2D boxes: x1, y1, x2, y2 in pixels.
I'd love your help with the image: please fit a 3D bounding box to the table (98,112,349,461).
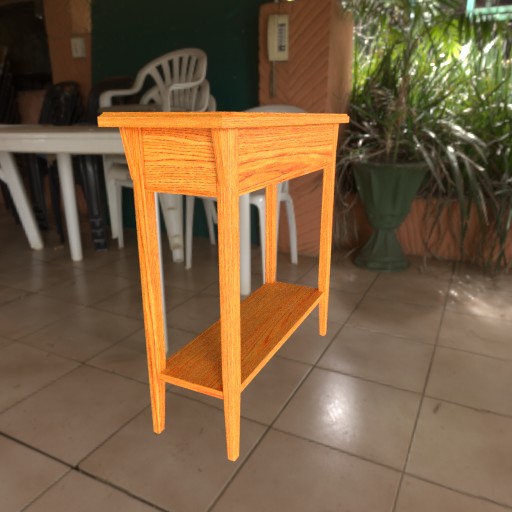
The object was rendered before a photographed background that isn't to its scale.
[{"bbox_3d":[0.000,0.000,1.162,0.254,0.711,0.762,8,19,25],"label":"table"}]
